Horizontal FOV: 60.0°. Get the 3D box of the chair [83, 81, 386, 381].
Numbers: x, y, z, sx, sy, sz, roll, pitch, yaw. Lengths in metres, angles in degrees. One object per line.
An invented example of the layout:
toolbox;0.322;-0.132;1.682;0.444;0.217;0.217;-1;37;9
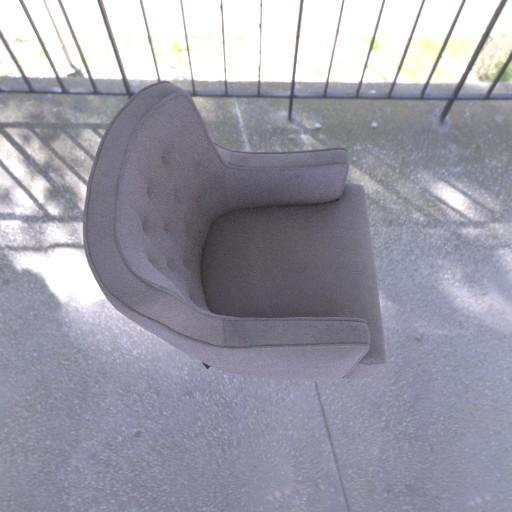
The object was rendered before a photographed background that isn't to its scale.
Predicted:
chair;0.000;0.000;1.587;0.910;0.919;0.781;0;63;0
